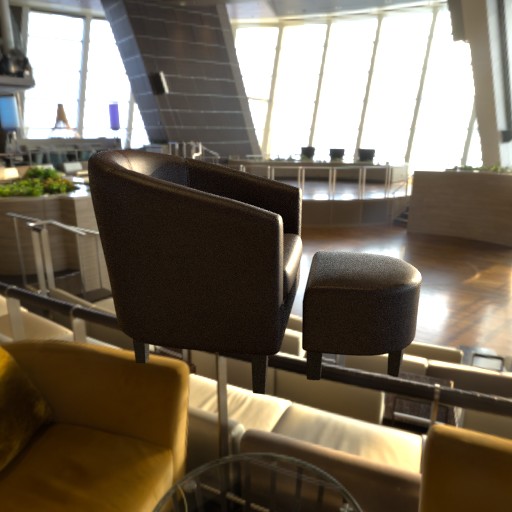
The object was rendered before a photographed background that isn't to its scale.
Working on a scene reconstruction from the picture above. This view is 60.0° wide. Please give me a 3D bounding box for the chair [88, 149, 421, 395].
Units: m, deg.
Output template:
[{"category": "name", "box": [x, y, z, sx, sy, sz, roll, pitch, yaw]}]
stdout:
[{"category": "chair", "box": [0.000, 0.000, 1.646, 1.176, 0.755, 0.737, 3, 16, 10]}]
